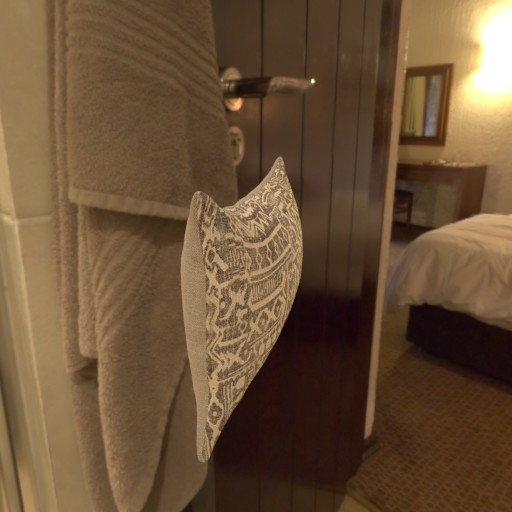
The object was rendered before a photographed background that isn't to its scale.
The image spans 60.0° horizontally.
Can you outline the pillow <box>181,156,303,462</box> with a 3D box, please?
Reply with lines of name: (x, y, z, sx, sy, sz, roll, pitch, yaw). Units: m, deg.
pillow: (0.000, 0.000, 0.733, 0.148, 0.290, 0.631, 3, 16, 10)
